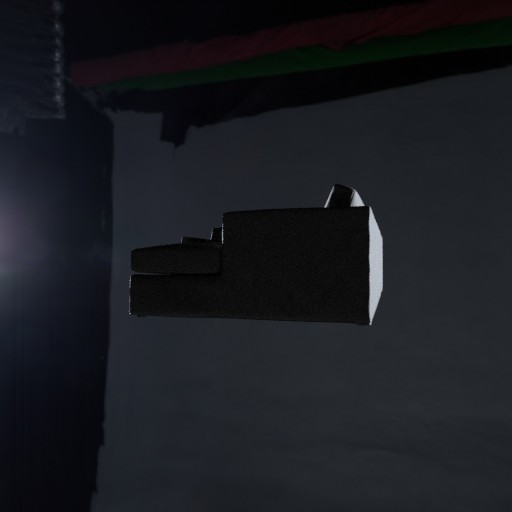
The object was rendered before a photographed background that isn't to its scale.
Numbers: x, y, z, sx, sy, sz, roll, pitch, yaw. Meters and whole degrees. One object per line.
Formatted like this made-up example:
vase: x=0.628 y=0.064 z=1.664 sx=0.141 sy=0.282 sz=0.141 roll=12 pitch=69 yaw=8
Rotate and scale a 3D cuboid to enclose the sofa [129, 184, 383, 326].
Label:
sofa: x=0.000 y=0.000 z=4.527 sx=2.427 sy=0.882 sz=3.460 roll=0 pitch=-1 yaw=17
